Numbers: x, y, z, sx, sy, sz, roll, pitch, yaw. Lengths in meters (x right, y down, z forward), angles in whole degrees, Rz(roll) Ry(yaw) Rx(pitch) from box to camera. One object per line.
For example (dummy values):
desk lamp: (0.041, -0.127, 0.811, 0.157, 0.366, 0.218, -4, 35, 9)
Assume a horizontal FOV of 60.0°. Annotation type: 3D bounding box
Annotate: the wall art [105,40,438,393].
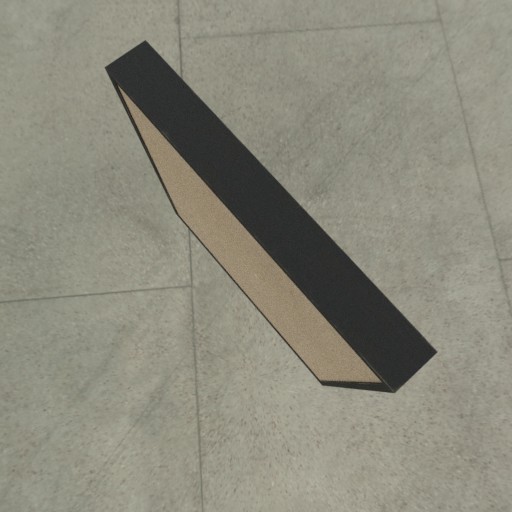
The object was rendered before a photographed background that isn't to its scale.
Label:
wall art: (0.000, 0.000, 0.450, 0.038, 0.305, 0.305, -39, 78, -10)
